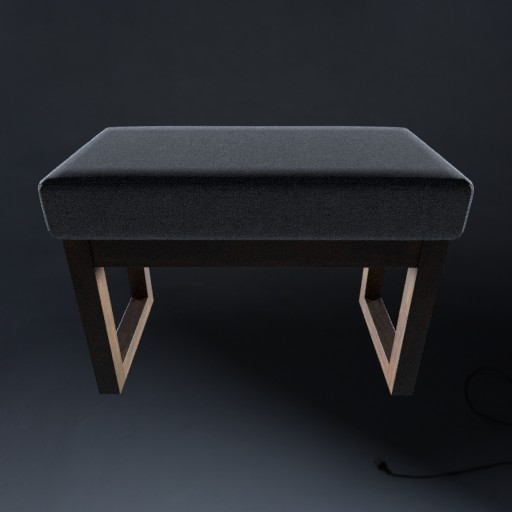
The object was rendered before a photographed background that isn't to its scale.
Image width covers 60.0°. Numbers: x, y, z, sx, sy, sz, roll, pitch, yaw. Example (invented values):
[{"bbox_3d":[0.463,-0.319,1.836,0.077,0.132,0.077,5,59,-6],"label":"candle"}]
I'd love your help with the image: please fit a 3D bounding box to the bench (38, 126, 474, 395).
[{"bbox_3d":[0.000,0.000,0.940,0.681,0.467,0.366,0,29,0],"label":"bench"}]
